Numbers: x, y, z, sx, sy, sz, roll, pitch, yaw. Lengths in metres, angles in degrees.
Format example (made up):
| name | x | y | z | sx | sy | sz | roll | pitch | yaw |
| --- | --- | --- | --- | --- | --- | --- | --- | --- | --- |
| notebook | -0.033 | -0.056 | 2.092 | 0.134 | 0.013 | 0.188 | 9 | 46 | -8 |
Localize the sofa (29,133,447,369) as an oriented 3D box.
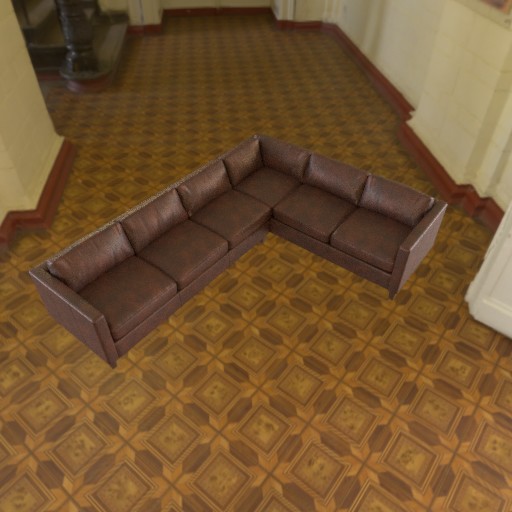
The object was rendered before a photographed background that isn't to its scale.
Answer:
| name | x | y | z | sx | sy | sz | roll | pitch | yaw |
| --- | --- | --- | --- | --- | --- | --- | --- | --- | --- |
| sofa | 0.000 | 0.000 | 4.273 | 2.438 | 0.836 | 3.152 | 28 | 49 | 27 |
